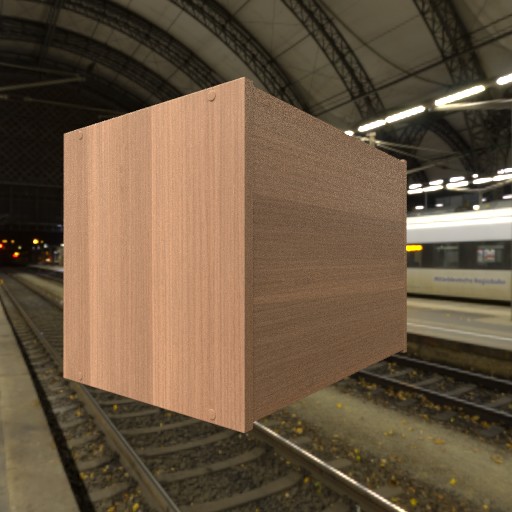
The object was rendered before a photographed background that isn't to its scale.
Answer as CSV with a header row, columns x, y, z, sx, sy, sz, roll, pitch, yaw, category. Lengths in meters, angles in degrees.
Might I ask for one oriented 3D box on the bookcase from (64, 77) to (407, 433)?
x,y,z,sx,sy,sz,roll,pitch,yaw,category
0.000,0.000,0.631,0.290,0.305,0.415,0,0,37,bookcase
